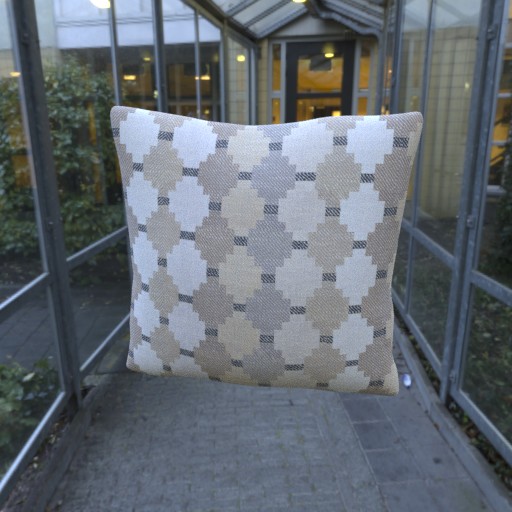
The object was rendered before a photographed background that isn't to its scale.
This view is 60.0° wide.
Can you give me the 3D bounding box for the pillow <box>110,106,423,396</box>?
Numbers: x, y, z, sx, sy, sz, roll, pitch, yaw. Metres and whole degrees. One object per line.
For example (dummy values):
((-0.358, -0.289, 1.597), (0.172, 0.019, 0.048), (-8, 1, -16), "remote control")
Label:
((0.000, 0.000, 0.862), (0.578, 0.558, 0.192), (3, 16, 9), "pillow")
